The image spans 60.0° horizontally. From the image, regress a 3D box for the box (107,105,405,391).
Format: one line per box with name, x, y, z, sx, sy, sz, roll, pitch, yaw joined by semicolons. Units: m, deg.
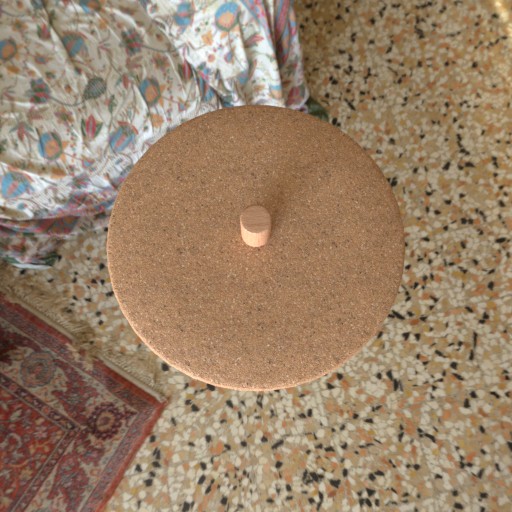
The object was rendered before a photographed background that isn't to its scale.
box;0.000;0.000;0.187;0.107;0.094;0.107;0;75;0
